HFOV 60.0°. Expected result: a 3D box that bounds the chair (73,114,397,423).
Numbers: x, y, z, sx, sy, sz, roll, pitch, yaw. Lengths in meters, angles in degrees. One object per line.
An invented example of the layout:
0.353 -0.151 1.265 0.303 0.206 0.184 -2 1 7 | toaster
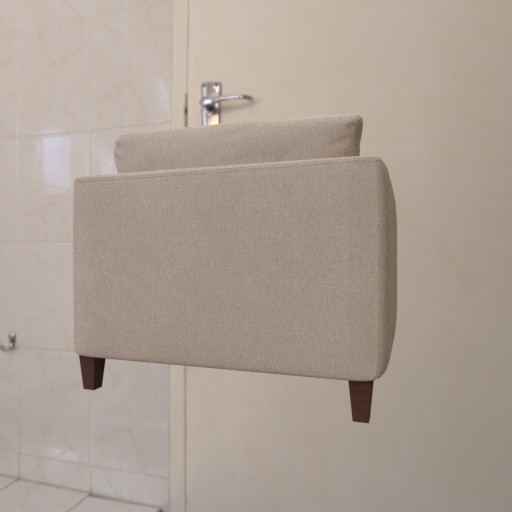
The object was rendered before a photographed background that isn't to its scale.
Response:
0.000 0.000 1.845 1.107 0.961 0.959 0 0 19 | chair
